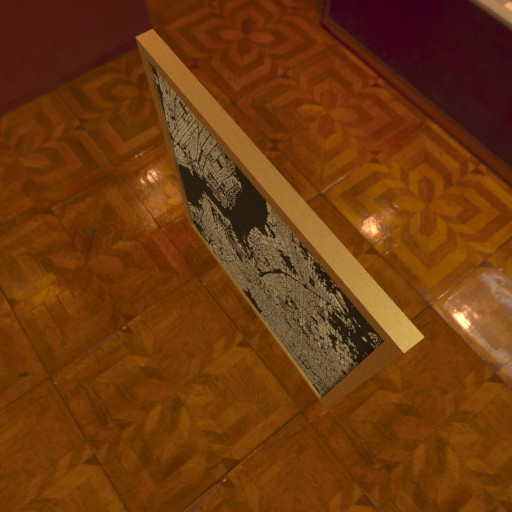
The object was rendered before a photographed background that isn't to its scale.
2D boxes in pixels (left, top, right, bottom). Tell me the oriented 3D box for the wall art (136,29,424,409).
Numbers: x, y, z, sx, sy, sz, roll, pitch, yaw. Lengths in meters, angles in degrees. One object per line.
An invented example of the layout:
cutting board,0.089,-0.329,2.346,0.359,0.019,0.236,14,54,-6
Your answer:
wall art,0.000,0.000,2.764,0.099,1.926,1.926,-33,70,-14
